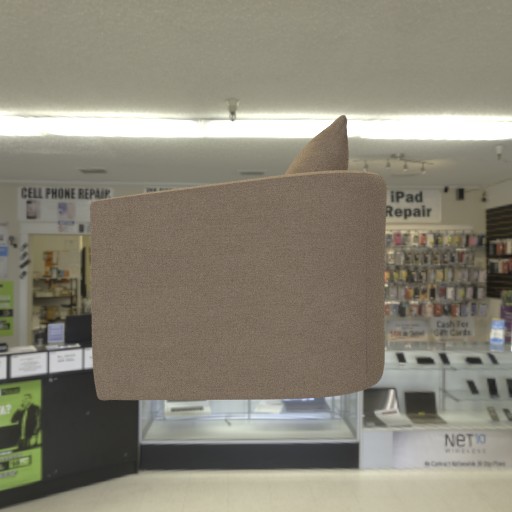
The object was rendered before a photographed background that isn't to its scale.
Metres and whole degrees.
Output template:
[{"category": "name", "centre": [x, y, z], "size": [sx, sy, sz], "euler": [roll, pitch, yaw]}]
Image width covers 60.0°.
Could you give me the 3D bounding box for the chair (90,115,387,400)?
[{"category": "chair", "centre": [0.000, 0.000, 1.604], "size": [0.910, 0.848, 0.845], "euler": [0, -1, -1]}]
